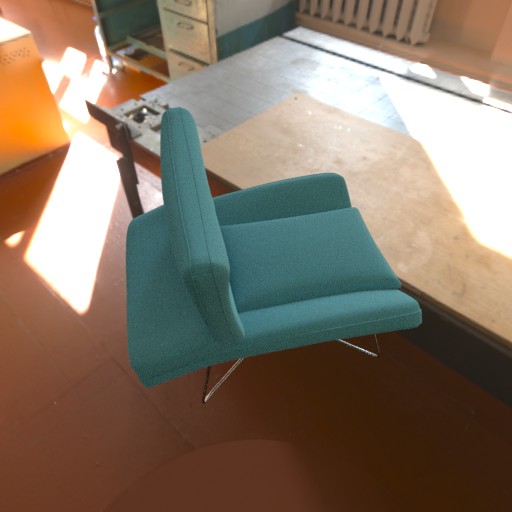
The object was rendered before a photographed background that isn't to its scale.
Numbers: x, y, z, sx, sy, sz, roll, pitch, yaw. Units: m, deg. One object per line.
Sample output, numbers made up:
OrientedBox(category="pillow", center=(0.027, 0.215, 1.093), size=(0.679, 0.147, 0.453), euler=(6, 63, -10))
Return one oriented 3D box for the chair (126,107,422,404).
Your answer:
OrientedBox(category="chair", center=(0.000, 0.000, 1.695), size=(1.008, 0.855, 0.859), euler=(-9, 47, -8))
